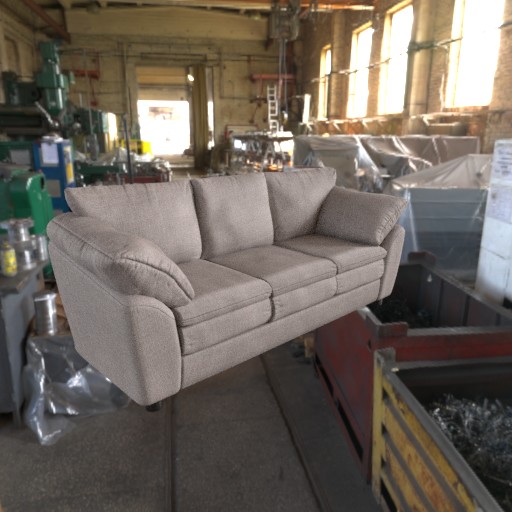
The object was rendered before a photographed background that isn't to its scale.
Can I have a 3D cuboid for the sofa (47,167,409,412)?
[{"bbox_3d":[0.000,0.000,2.829,2.334,0.996,0.878,-14,21,-42],"label":"sofa"}]
